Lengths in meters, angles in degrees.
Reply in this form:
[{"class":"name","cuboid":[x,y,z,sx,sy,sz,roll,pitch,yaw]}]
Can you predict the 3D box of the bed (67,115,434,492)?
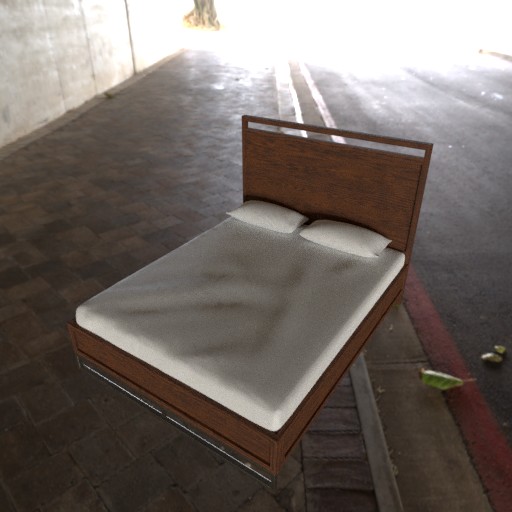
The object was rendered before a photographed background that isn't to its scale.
[{"class":"bed","cuboid":[0.000,0.000,3.370,1.765,1.487,2.218,19,35,29]}]
